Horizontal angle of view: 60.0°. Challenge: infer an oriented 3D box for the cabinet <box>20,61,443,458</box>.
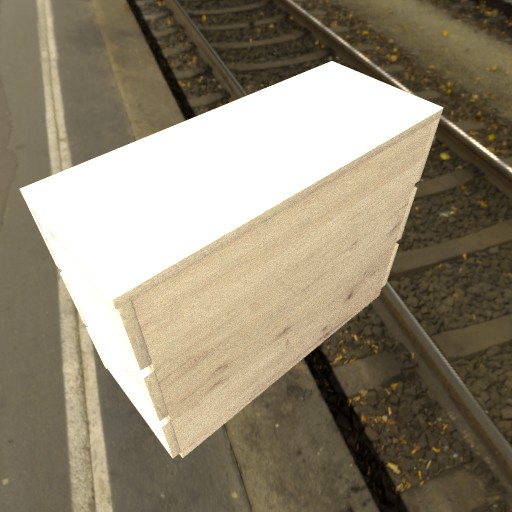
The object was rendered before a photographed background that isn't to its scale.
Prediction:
[{"bbox_3d":[0.000,0.000,1.417,1.040,0.820,0.420,-32,54,-27],"label":"cabinet"}]
